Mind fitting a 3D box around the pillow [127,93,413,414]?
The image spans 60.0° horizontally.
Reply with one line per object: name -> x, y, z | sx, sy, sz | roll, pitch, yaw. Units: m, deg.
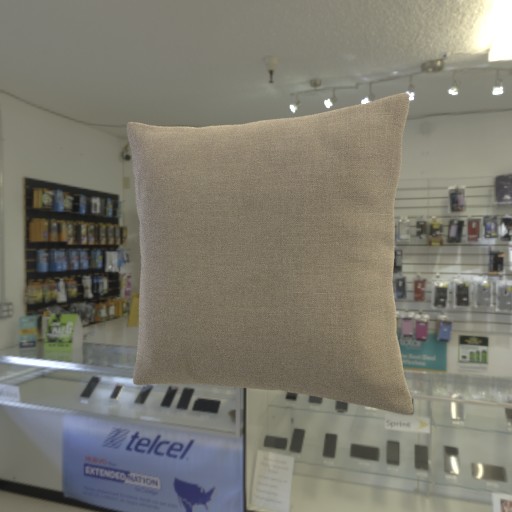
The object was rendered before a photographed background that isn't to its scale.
pillow -> 0.000, 0.000, 0.779 | 0.523, 0.510, 0.166 | 0, 1, 20
